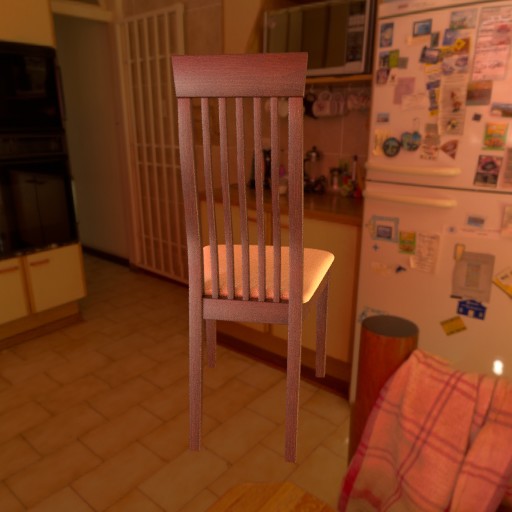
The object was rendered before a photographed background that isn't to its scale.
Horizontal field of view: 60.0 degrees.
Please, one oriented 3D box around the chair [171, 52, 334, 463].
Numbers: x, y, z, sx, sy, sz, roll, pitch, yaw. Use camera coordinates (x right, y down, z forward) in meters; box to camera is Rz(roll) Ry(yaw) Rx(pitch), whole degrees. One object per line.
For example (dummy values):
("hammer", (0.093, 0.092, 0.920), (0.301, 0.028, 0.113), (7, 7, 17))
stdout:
("chair", (0.000, 0.000, 1.296), (0.460, 1.027, 0.474), (3, 18, 9))
